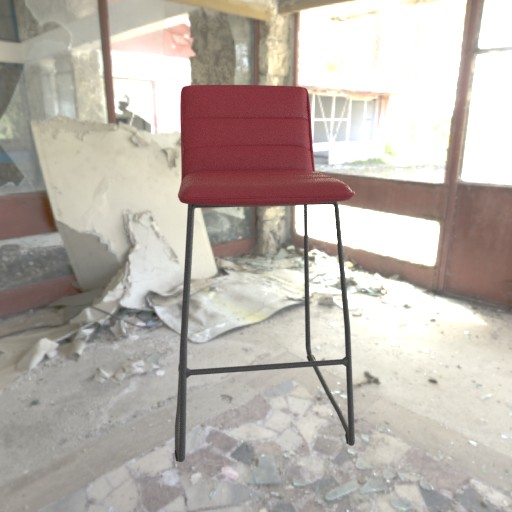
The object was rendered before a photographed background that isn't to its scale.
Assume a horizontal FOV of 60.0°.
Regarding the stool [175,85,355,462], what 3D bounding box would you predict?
[{"bbox_3d":[0.000,0.000,1.245,0.489,0.937,0.524,-2,17,-7],"label":"stool"}]
